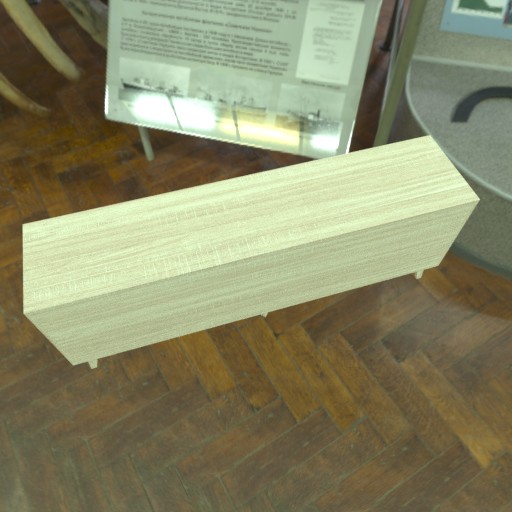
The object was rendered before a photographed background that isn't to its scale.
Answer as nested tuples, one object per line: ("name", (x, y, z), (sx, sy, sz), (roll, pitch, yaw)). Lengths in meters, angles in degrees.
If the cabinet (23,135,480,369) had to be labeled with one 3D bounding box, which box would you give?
("cabinet", (0.000, 0.000, 2.505), (2.200, 0.780, 0.500), (-14, 57, -9))
